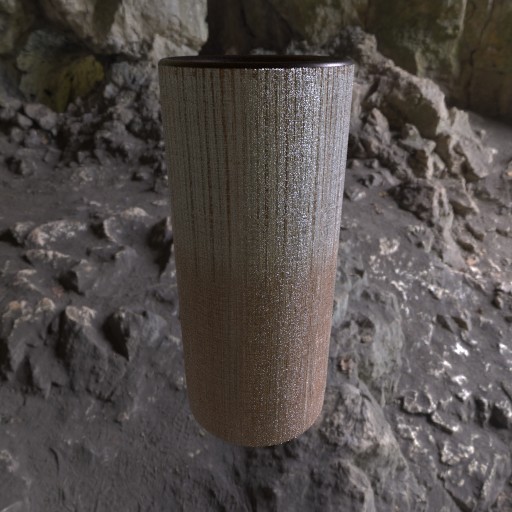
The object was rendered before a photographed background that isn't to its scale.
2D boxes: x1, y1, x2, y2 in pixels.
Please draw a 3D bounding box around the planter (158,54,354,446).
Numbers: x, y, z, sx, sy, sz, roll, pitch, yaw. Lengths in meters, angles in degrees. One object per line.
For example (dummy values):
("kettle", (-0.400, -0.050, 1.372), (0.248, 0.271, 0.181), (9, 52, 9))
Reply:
("planter", (0.000, 0.000, 0.278), (0.100, 0.227, 0.100), (19, 32, 33))
